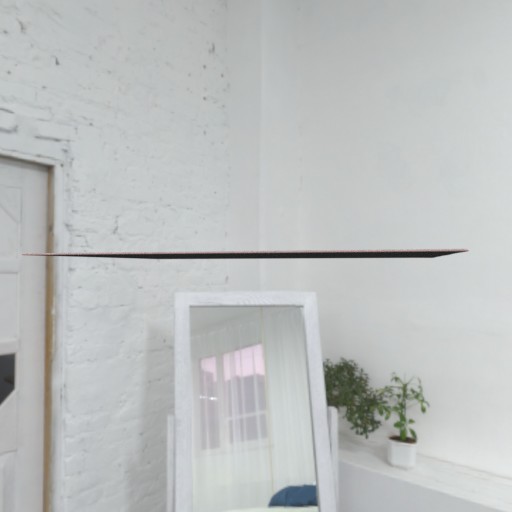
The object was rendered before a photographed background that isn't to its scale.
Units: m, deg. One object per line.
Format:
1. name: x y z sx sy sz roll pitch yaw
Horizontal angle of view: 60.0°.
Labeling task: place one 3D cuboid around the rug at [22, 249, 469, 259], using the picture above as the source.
1. rug: 0.000 0.000 2.298 1.829 0.009 1.219 0 -1 17
